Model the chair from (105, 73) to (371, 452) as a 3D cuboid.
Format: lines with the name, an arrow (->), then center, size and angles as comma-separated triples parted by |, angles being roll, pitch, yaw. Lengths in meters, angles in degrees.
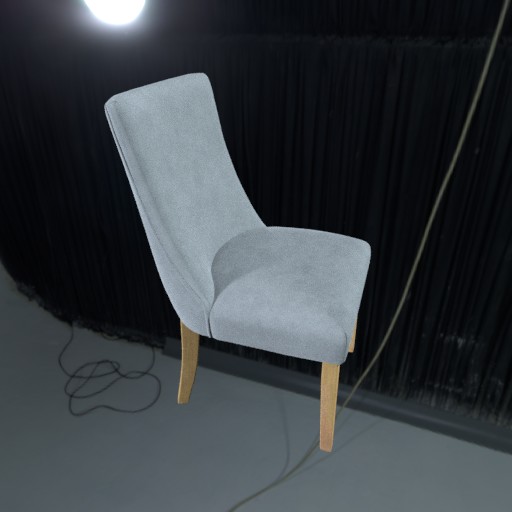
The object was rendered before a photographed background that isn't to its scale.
chair -> 0.000, 0.000, 1.260 | 0.610, 0.902, 0.495 | 10, 31, 16
